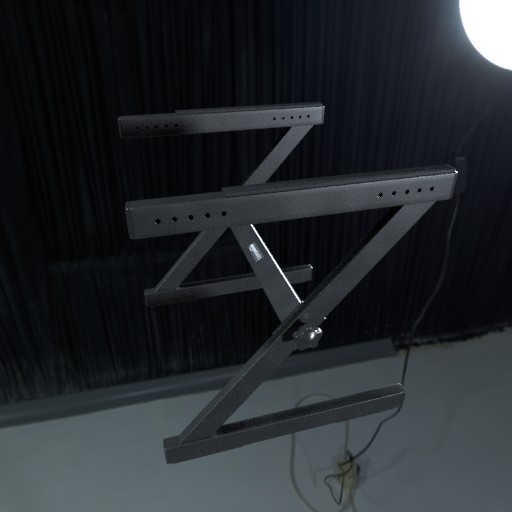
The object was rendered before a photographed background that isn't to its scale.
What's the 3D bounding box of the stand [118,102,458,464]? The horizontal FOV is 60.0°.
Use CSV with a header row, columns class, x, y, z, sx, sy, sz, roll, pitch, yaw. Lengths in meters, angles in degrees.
class,x,y,z,sx,sy,sz,roll,pitch,yaw
stand,0.000,0.000,1.139,0.586,0.617,0.700,-8,31,-14
